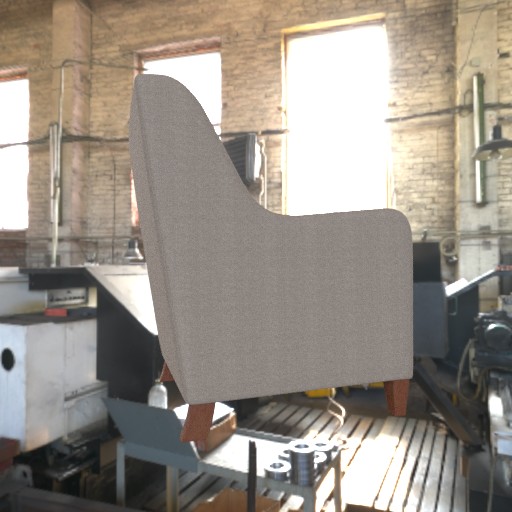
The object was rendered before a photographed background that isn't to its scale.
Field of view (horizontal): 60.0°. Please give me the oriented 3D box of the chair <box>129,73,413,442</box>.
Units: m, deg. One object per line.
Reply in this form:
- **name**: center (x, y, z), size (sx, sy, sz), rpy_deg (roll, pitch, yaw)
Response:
- **chair**: center (0.000, 0.000, 1.617), size (0.890, 1.017, 0.715), rpy_deg (0, -1, -17)
